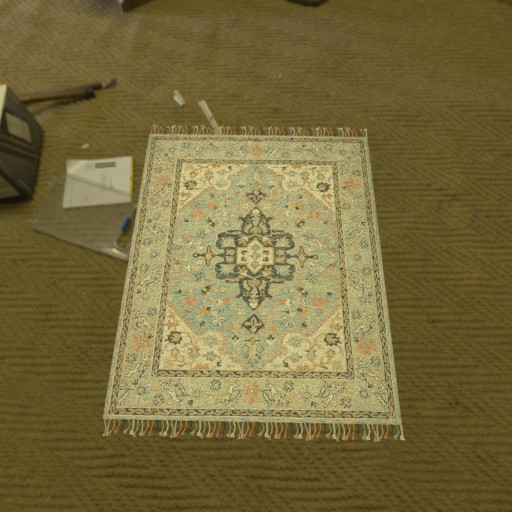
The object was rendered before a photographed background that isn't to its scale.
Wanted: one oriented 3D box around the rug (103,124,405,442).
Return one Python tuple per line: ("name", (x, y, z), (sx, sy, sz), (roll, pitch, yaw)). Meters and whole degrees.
("rug", (0.000, 0.000, 3.451), (1.971, 0.010, 2.651), (1, 63, 0))
